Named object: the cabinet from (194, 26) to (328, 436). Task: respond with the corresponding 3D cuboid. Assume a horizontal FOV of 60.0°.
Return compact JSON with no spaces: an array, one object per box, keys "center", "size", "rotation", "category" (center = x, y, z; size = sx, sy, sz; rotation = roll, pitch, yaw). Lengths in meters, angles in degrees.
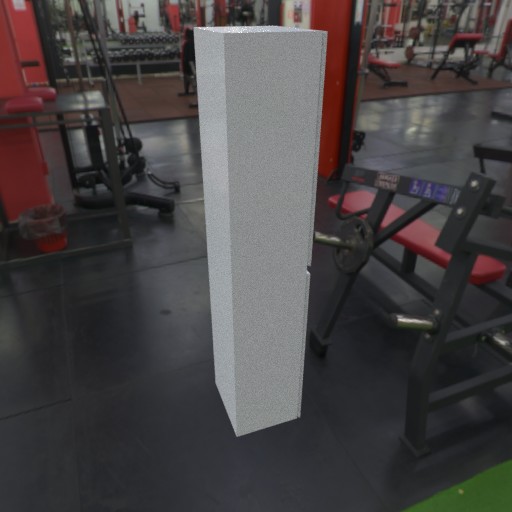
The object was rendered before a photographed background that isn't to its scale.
[{"center":[0.000,0.000,1.534],"size":[0.270,1.400,0.300],"rotation":[-10,31,-18],"category":"cabinet"}]
